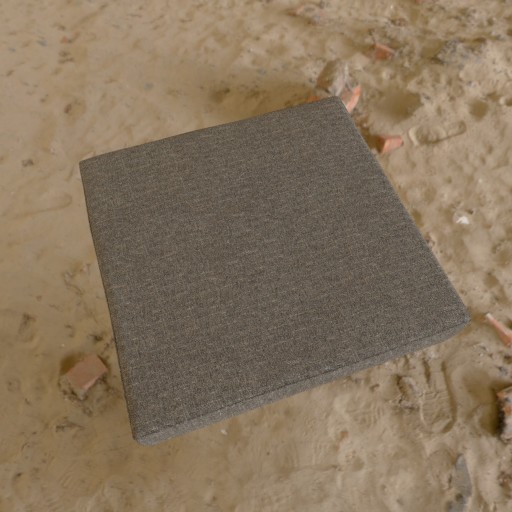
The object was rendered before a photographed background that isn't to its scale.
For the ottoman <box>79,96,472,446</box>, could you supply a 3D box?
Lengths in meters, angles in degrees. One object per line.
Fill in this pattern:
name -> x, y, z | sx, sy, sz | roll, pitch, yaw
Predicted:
ottoman -> 0.000, 0.000, 1.547 | 1.016, 0.379, 0.981 | -17, 64, -9
